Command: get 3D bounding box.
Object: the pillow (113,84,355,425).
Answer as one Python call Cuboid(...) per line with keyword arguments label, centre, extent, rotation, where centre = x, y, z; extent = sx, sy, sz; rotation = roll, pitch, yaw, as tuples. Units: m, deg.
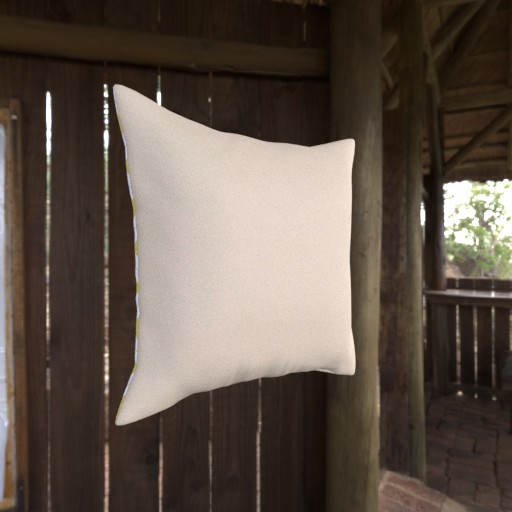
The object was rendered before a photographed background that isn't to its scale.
Cuboid(label="pillow", centre=(0.000, 0.000, 0.783), extent=(0.504, 0.494, 0.188), rotation=(0, 0, -35))
